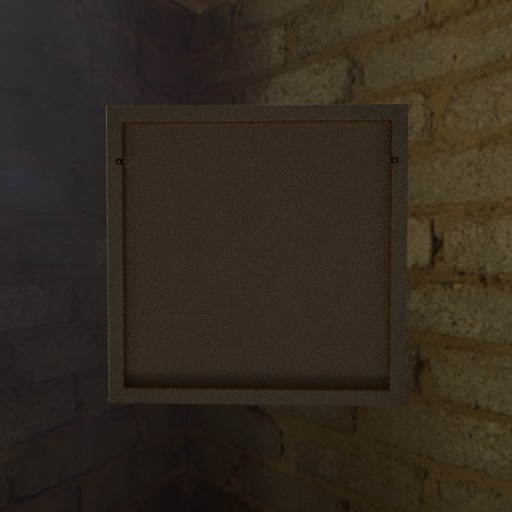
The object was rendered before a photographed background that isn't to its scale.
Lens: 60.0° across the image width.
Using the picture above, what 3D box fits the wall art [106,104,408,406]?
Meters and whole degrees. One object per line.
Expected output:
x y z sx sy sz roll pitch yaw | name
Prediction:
0.000 0.000 1.143 0.762 0.762 0.041 0 2 2 | wall art
